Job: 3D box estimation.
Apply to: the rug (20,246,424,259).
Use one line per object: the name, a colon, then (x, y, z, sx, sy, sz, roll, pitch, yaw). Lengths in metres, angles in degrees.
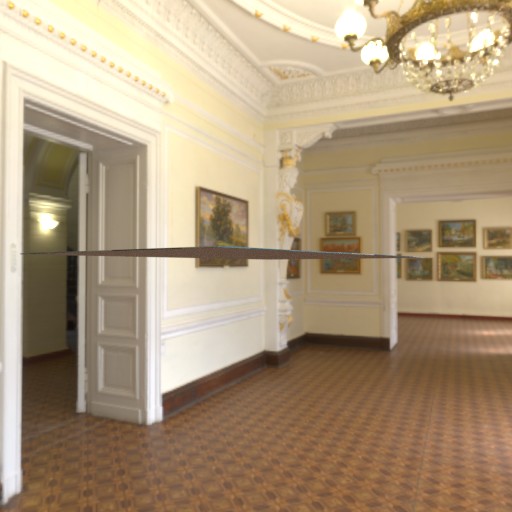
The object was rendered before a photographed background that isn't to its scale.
rug: (0.000, 0.000, 3.007, 1.528, 0.005, 2.420, -1, -2, 37)
